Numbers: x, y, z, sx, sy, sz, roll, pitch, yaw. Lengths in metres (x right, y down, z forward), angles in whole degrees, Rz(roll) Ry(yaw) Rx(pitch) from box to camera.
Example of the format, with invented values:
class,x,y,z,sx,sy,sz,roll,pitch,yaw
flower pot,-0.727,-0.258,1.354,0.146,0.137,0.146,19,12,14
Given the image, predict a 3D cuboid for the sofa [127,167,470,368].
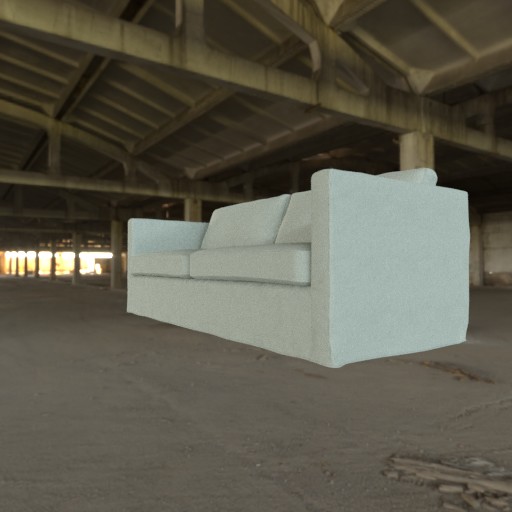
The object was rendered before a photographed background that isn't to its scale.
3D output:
class,x,y,z,sx,sy,sz,roll,pitch,yaw
sofa,0.000,0.000,2.802,0.962,0.853,2.312,1,-1,-34
